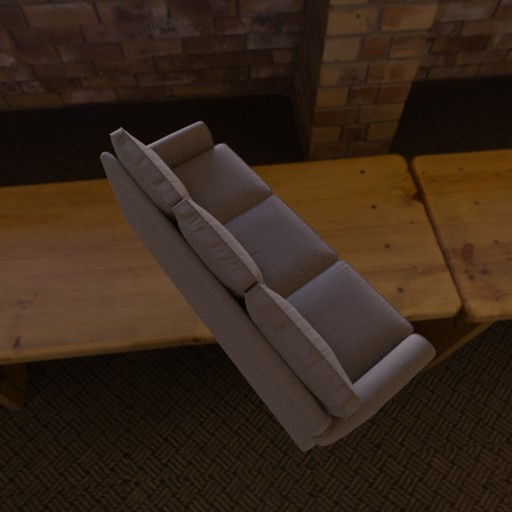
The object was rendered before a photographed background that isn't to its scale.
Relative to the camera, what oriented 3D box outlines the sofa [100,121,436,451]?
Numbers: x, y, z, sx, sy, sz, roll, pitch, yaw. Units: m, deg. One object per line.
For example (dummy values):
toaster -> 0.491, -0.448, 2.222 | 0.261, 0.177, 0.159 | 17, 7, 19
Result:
sofa -> 0.000, 0.000, 2.894 | 0.966, 0.948, 2.353 | -33, 64, -19
